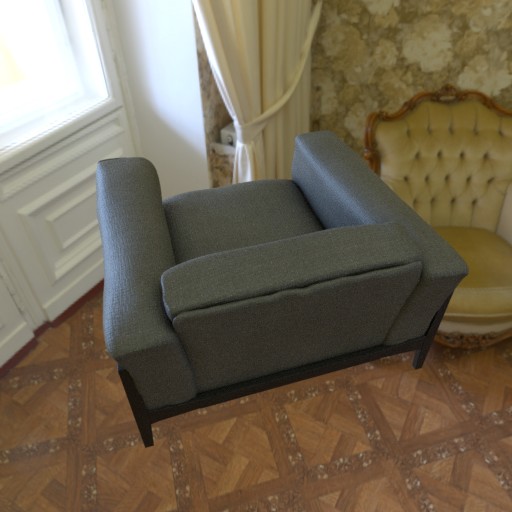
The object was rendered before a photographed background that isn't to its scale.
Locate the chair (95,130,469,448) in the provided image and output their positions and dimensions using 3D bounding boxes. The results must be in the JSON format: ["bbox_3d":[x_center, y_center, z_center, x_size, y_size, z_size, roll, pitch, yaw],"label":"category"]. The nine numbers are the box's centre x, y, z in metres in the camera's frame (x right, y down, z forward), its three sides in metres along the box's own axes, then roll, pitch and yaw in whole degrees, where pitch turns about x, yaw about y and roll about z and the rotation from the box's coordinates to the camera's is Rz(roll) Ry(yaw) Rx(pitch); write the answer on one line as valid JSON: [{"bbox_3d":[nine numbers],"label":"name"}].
[{"bbox_3d":[0.000,0.000,1.662,1.056,0.646,0.969,-12,43,-13],"label":"chair"}]
